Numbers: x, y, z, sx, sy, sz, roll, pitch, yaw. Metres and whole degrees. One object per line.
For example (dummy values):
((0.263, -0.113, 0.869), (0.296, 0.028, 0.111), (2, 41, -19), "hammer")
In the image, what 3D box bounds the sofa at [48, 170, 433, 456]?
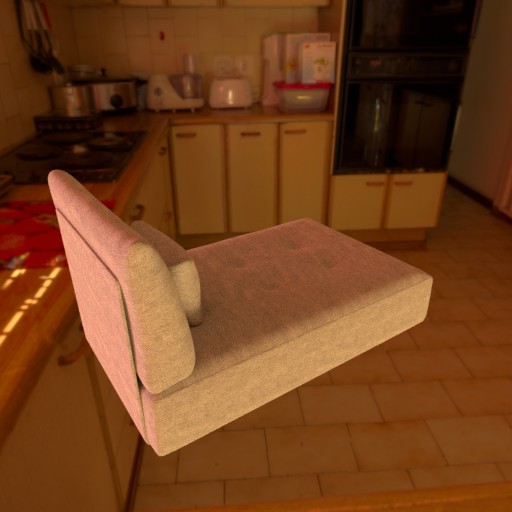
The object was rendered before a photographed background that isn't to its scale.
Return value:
((0.000, 0.000, 1.993), (1.450, 0.820, 0.930), (-17, 31, -31), "sofa")
